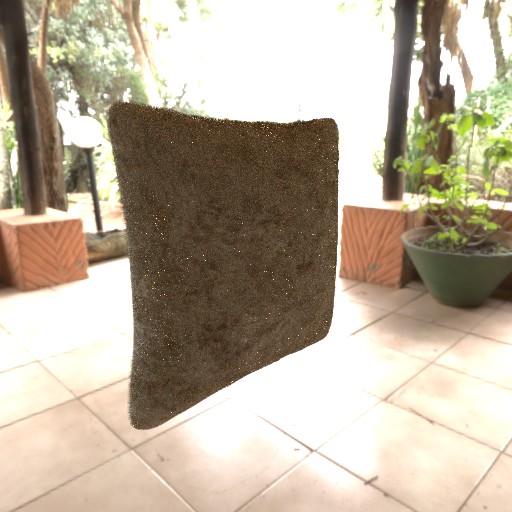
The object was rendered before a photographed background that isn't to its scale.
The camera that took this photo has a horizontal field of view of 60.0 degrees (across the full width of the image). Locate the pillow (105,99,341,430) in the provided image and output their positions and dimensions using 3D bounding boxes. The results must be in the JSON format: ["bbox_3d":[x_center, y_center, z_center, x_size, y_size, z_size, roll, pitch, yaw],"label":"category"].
[{"bbox_3d":[0.000,0.000,0.826,0.216,0.525,0.538,14,20,43],"label":"pillow"}]
